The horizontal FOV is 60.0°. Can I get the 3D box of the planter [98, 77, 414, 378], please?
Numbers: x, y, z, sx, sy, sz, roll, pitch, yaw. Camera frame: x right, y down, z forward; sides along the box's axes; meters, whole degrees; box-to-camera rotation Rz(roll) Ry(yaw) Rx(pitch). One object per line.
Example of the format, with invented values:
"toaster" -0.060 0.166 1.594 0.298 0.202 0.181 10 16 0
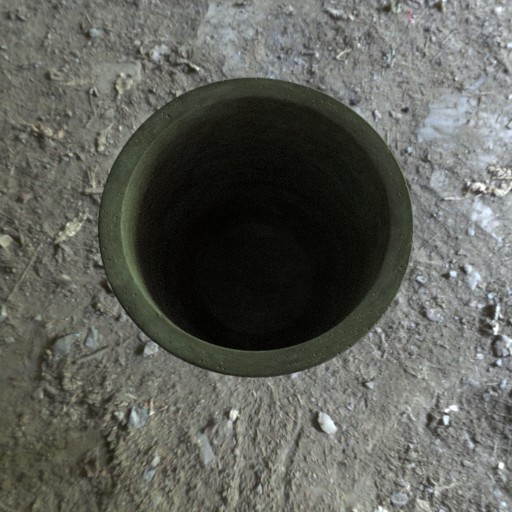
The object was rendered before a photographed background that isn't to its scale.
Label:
"planter" 0.000 0.000 0.269 0.142 0.149 0.142 0 75 0
